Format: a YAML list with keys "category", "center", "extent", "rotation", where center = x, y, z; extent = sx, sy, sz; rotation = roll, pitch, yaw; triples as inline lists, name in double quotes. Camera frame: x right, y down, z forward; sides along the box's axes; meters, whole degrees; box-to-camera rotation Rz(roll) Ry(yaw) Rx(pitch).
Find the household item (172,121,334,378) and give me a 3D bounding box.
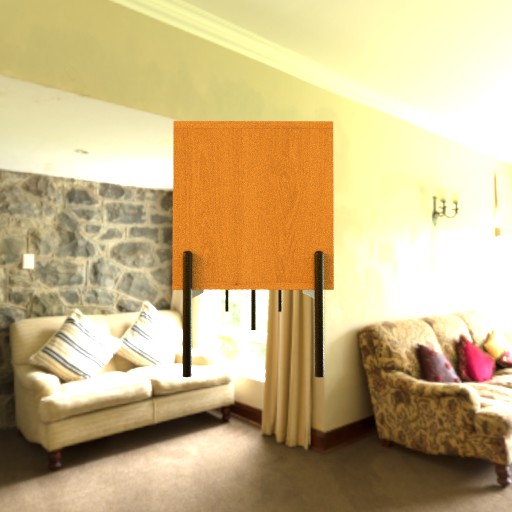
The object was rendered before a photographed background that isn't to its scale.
- category: "household item"
  center: [0.000, 0.000, 1.797]
  extent: [0.400, 0.600, 1.550]
  rotation: [0, -2, 0]
